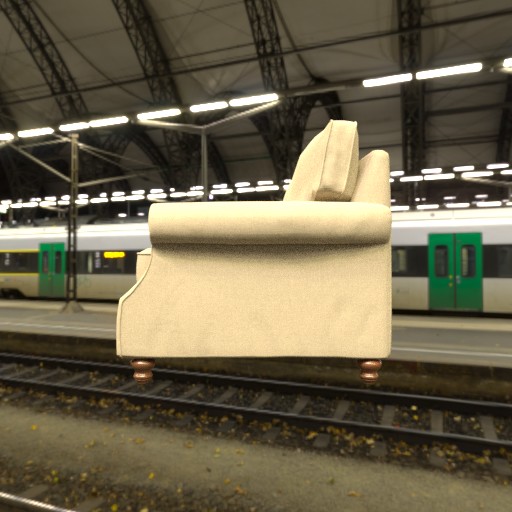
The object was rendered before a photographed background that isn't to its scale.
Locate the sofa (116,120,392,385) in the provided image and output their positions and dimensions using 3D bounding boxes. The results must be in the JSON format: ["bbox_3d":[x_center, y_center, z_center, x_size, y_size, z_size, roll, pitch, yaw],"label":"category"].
[{"bbox_3d":[0.000,0.000,2.265,0.964,0.937,1.665,0,-1,0],"label":"sofa"}]
